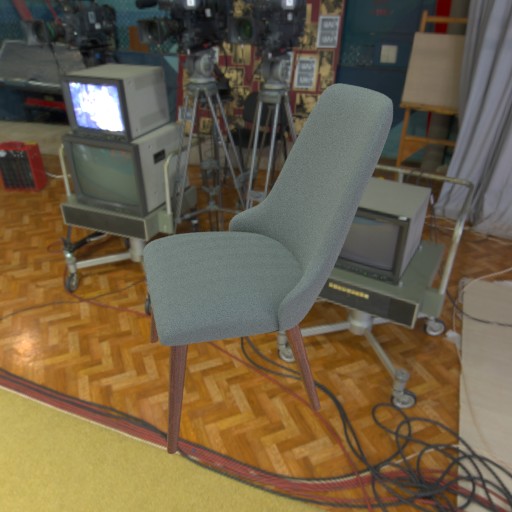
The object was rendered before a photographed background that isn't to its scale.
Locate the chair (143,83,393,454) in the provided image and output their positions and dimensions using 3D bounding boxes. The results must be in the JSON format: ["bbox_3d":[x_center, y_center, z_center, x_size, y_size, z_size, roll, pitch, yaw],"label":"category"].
[{"bbox_3d":[0.000,0.000,1.351,0.707,0.918,0.535,-9,32,-14],"label":"chair"}]
